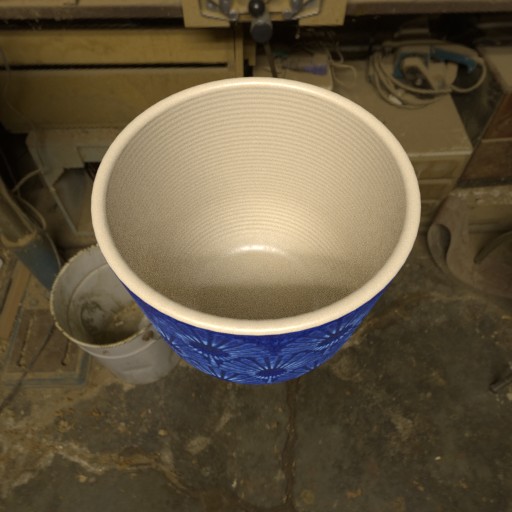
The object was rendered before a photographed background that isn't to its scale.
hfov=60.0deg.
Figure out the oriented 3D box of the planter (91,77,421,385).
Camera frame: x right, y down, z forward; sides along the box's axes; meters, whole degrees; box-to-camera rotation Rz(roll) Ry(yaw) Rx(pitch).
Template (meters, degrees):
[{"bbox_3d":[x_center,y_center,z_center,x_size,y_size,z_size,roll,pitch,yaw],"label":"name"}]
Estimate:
[{"bbox_3d":[0.000,0.000,0.295,0.170,0.153,0.170,0,59,0],"label":"planter"}]
